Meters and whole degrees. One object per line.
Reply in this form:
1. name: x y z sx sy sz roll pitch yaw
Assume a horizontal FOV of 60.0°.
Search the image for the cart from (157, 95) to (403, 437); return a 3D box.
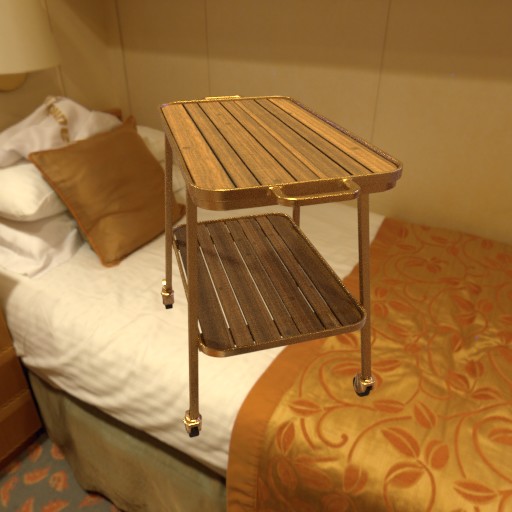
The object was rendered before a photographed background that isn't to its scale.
1. cart: 0.000 0.000 1.224 0.524 0.700 0.806 -8 32 -14
